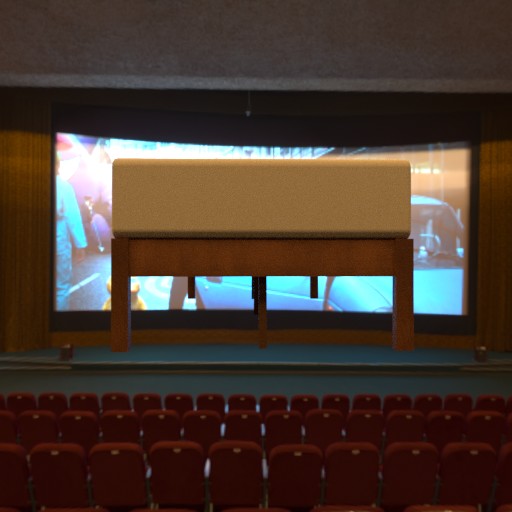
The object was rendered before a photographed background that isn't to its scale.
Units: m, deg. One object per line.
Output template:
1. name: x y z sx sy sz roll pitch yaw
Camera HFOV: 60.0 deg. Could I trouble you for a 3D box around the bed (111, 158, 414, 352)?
1. bed: 0.000 0.000 2.349 0.961 0.616 1.902 0 0 -1
